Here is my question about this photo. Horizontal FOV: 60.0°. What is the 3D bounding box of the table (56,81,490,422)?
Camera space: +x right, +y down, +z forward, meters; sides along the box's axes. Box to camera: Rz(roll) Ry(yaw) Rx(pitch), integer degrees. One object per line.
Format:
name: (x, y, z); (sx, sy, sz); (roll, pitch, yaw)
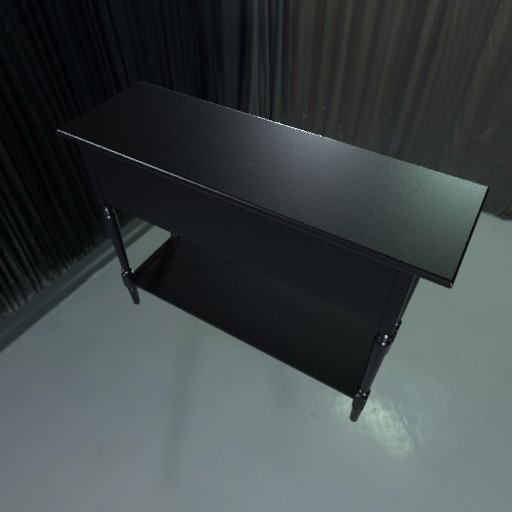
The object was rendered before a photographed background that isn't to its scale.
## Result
table: (0.000, 0.000, 1.542); (1.191, 0.819, 0.386); (23, 51, 21)
